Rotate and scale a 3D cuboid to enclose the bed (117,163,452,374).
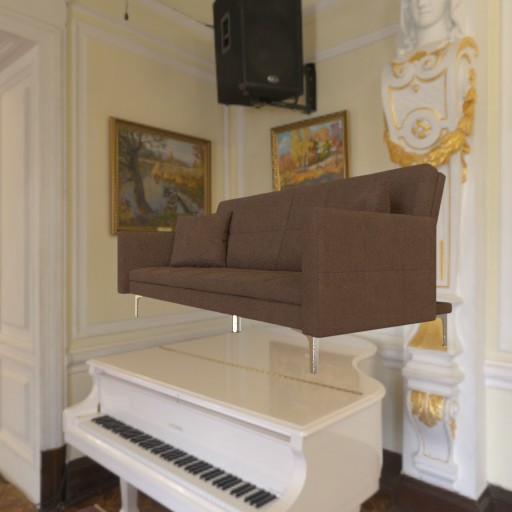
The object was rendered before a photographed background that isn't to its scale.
[{"bbox_3d":[0.000,0.000,2.377,0.889,0.787,1.905,0,0,-35],"label":"bed"}]
